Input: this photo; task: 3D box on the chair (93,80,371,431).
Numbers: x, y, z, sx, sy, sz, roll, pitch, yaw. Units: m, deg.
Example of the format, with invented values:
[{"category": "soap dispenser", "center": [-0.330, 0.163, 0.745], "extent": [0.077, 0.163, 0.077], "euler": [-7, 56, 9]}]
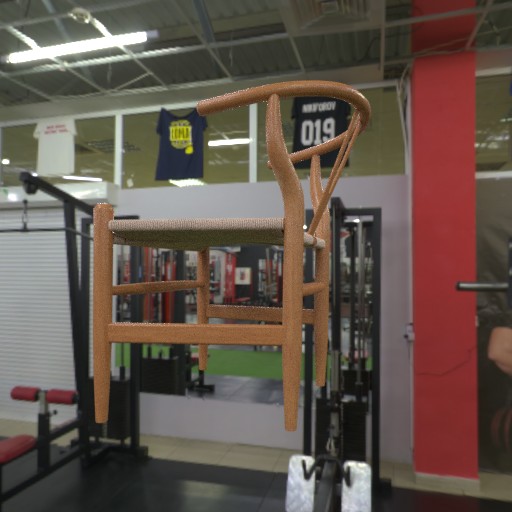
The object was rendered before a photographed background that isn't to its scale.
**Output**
[{"category": "chair", "center": [0.000, 0.000, 1.143], "extent": [0.579, 0.730, 0.569], "euler": [-1, -2, 18]}]
